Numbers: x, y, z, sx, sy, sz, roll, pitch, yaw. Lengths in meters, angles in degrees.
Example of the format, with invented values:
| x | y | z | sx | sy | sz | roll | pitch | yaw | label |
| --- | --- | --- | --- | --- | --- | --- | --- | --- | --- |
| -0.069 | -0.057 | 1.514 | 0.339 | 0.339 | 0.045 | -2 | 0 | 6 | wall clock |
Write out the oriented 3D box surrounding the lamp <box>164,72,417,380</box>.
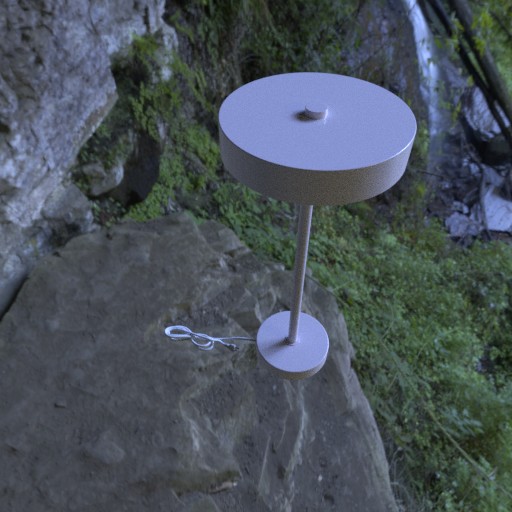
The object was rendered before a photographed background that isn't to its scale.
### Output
| x | y | z | sx | sy | sz | roll | pitch | yaw | label |
| --- | --- | --- | --- | --- | --- | --- | --- | --- | --- |
| 0.000 | 0.000 | 0.698 | 0.369 | 0.508 | 0.229 | 4 | 46 | 4 | lamp |
